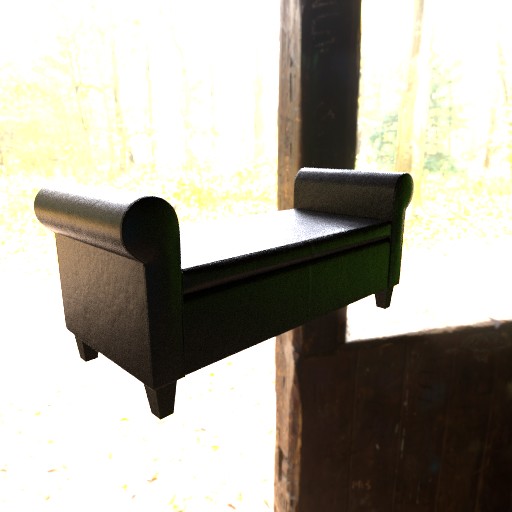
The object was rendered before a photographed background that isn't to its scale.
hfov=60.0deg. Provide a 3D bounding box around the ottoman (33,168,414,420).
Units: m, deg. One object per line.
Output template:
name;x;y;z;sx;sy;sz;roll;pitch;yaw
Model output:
ottoman;0.000;0.000;1.544;1.256;0.547;0.521;-13;19;-43
